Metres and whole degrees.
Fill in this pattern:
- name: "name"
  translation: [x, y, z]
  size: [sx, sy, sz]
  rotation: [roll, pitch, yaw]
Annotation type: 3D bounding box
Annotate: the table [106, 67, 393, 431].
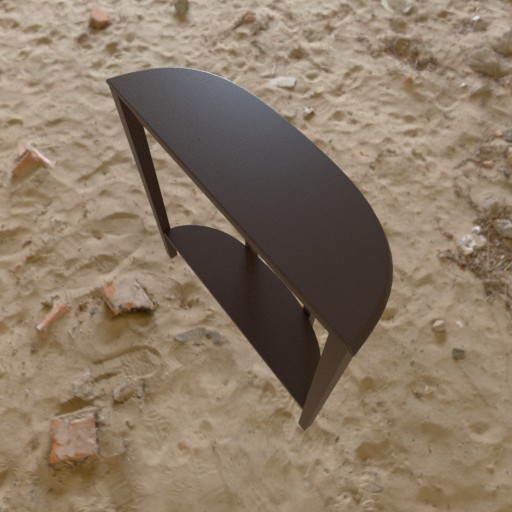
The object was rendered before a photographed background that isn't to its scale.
- name: "table"
  translation: [0.000, 0.000, 1.327]
  size: [0.274, 0.831, 0.909]
  rotation: [-33, 64, -18]
